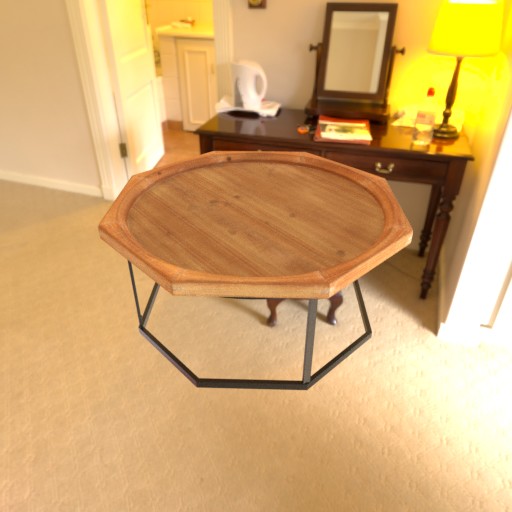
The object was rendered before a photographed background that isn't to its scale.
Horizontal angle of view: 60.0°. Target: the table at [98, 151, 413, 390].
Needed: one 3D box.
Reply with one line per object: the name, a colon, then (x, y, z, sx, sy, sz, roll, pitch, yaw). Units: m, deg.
table: (0.000, 0.000, 1.579, 1.002, 0.444, 1.002, 0, 33, 0)
